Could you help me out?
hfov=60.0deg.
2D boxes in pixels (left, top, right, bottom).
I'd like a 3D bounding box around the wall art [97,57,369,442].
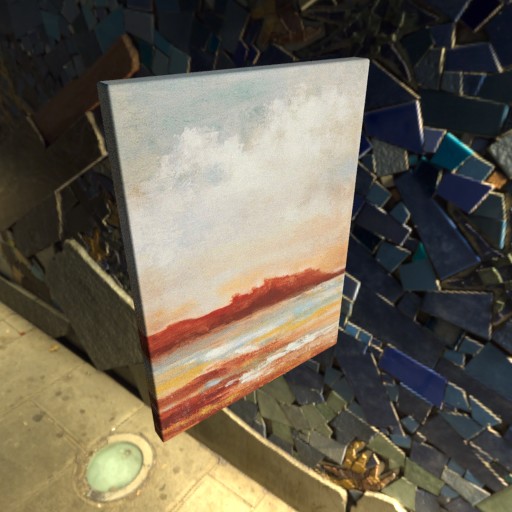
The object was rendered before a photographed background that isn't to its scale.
[{"bbox_3d":[0.000,0.000,0.770,0.443,0.605,0.035,-21,36,-32],"label":"wall art"}]
